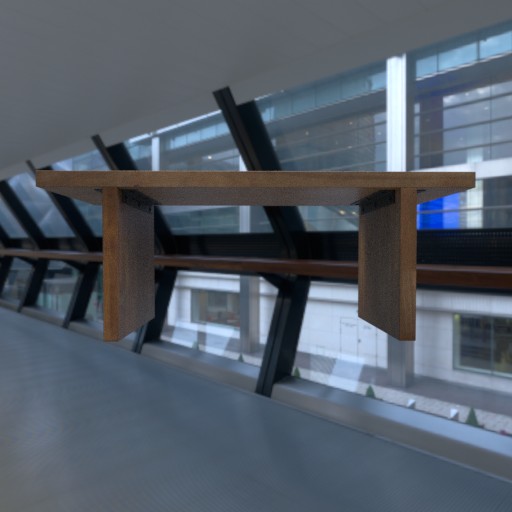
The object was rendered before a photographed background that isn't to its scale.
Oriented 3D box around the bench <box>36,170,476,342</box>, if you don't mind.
[{"bbox_3d":[0.000,0.000,1.422,1.183,0.458,0.458,0,0,-1],"label":"bench"}]
